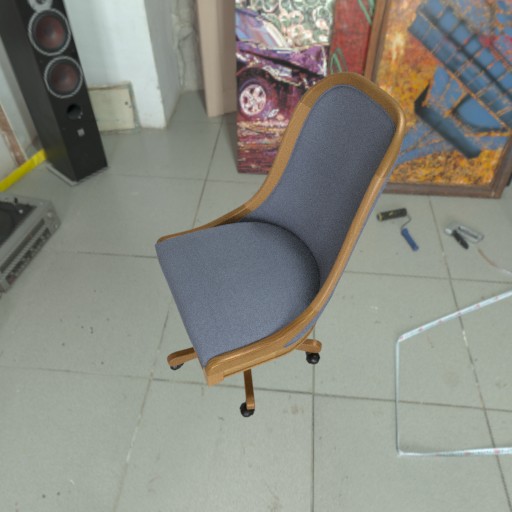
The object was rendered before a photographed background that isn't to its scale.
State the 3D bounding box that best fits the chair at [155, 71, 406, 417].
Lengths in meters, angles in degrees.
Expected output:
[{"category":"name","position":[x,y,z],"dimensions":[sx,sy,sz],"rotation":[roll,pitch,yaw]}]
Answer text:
[{"category":"chair","position":[0.000,0.000,1.475],"dimensions":[0.735,1.031,0.605],"rotation":[-18,50,-16]}]
